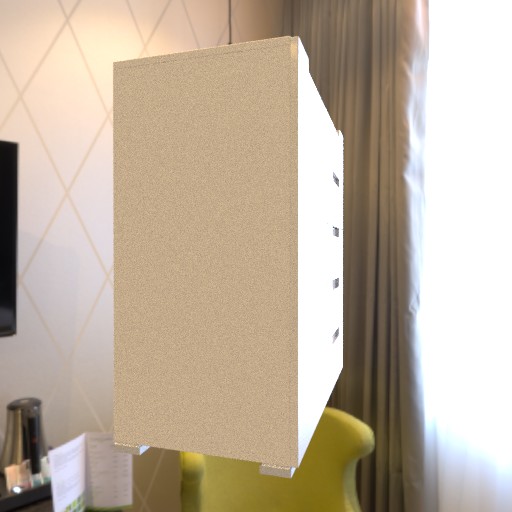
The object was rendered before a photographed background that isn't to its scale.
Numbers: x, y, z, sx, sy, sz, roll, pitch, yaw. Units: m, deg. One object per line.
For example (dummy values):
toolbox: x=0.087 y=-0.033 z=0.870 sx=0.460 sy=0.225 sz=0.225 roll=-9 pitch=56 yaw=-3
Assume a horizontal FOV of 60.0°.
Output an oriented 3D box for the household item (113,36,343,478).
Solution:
household item: x=0.000 y=0.000 z=1.310 sx=0.420 sy=0.870 sz=0.800 roll=0 pitch=1 yaw=17
